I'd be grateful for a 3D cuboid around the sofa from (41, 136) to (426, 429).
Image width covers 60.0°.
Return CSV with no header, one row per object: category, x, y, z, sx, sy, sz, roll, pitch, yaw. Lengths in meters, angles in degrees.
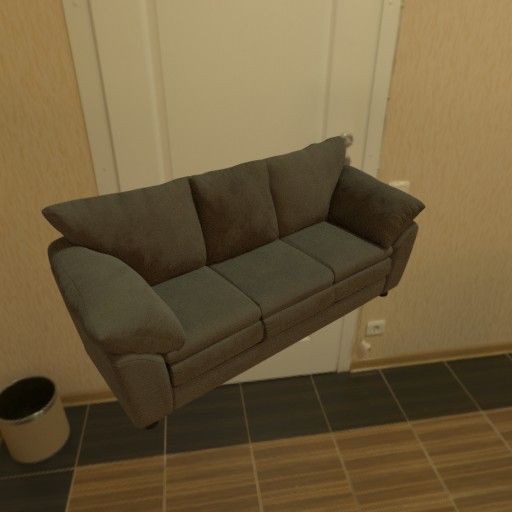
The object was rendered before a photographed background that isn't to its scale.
sofa,0.000,0.000,2.809,2.336,1.073,0.878,-21,36,-32
